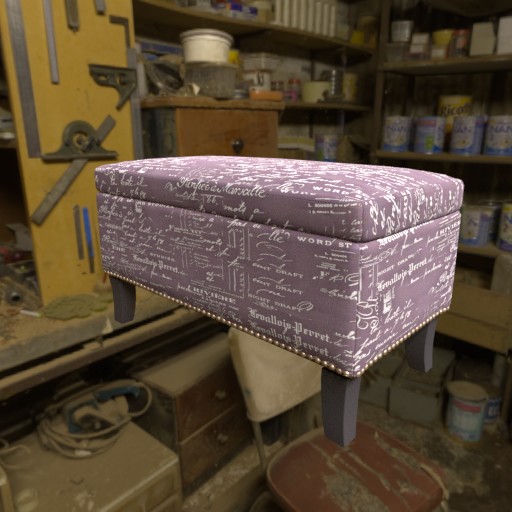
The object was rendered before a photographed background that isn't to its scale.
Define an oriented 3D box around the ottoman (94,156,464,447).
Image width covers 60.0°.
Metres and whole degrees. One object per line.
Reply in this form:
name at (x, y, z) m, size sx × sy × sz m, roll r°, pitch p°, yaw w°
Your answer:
ottoman at (0.000, 0.000, 1.076) m, size 0.813 × 0.457 × 0.406 m, roll 15°, pitch 22°, yaw 41°
